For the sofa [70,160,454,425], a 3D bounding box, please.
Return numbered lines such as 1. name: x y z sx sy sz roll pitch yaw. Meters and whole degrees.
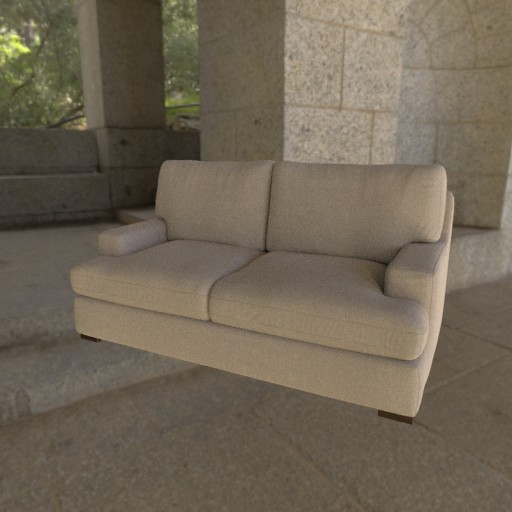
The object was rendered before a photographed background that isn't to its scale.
1. sofa: 0.000 0.000 2.364 1.855 0.980 0.962 7 15 26
